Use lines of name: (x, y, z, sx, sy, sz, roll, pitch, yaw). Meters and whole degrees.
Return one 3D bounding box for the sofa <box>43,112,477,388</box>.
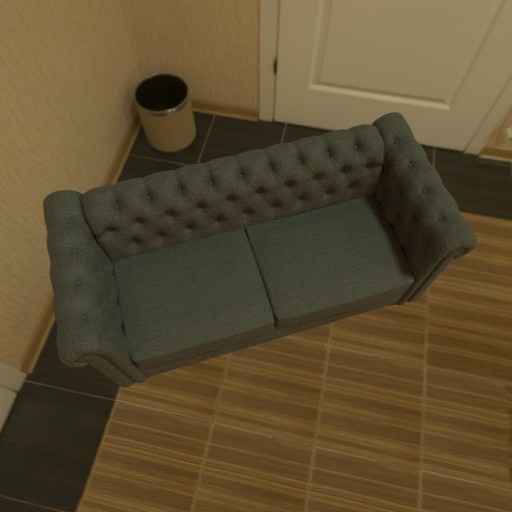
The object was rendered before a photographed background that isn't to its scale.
sofa: (0.000, 0.000, 2.246, 1.798, 0.797, 0.783, -15, 64, -8)
